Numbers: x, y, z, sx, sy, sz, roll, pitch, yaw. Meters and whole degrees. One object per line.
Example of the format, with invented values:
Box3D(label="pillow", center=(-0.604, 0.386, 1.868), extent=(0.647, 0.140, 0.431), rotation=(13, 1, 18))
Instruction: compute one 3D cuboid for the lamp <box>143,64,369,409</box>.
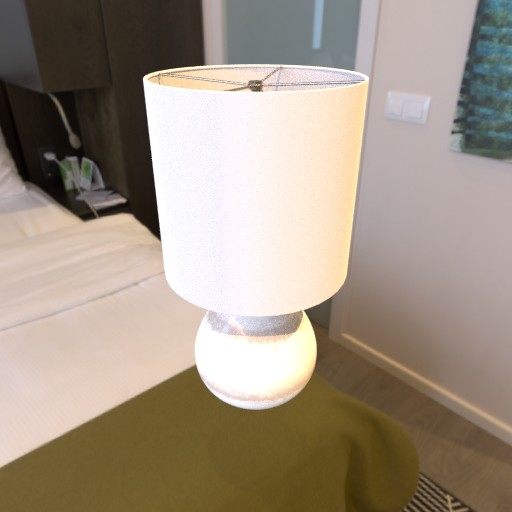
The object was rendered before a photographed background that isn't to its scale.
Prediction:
Box3D(label="lamp", center=(0.000, 0.000, 0.532), extent=(0.217, 0.404, 0.217), rotation=(8, 30, 14))
